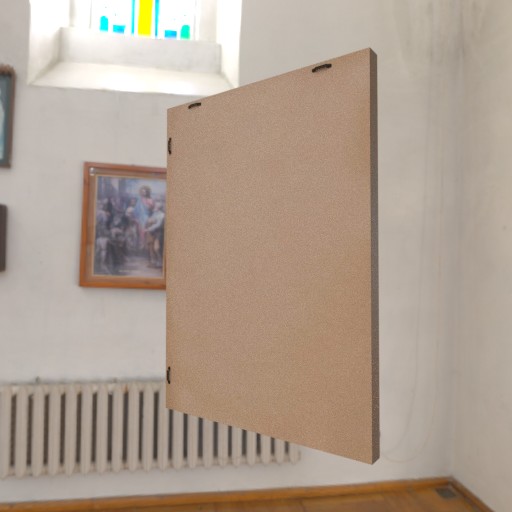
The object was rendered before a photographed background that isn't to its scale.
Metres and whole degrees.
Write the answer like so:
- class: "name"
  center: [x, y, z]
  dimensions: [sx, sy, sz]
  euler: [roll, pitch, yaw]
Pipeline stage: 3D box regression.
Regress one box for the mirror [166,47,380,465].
- class: "mirror"
  center: [0.000, 0.000, 0.915]
  dimensions: [0.507, 0.710, 0.040]
  euler: [-1, -2, 36]
